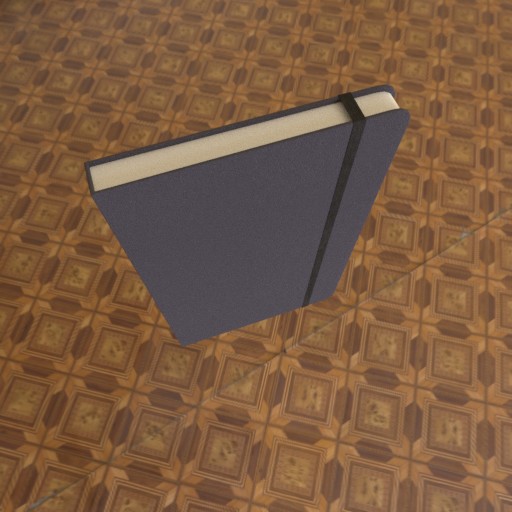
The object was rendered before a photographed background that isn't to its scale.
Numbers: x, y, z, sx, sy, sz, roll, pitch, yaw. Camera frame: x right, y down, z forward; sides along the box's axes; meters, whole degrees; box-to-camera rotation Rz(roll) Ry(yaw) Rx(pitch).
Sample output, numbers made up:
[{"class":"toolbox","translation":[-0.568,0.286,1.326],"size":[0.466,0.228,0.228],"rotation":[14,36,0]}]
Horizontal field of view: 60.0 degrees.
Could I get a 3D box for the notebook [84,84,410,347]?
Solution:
[{"class":"notebook","translation":[0.000,0.000,0.262],"size":[0.127,0.213,0.016],"rotation":[-17,65,-8]}]
